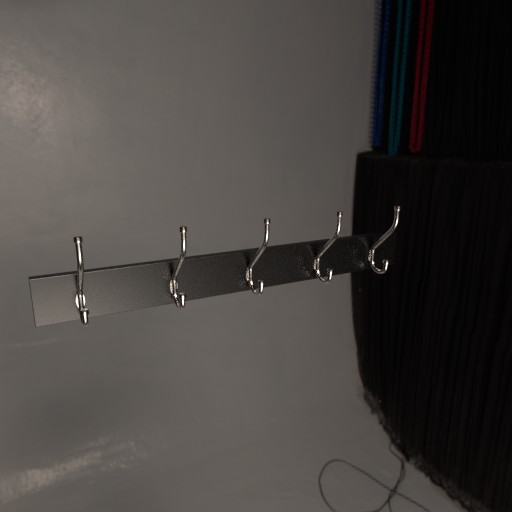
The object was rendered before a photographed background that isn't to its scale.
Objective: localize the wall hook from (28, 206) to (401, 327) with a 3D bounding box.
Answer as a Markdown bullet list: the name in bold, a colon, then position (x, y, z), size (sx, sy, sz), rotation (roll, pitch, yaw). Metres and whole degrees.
- **wall hook**: position (0.000, 0.000, 0.623), size (0.571, 0.117, 0.071), rotation (-8, 17, -26)
